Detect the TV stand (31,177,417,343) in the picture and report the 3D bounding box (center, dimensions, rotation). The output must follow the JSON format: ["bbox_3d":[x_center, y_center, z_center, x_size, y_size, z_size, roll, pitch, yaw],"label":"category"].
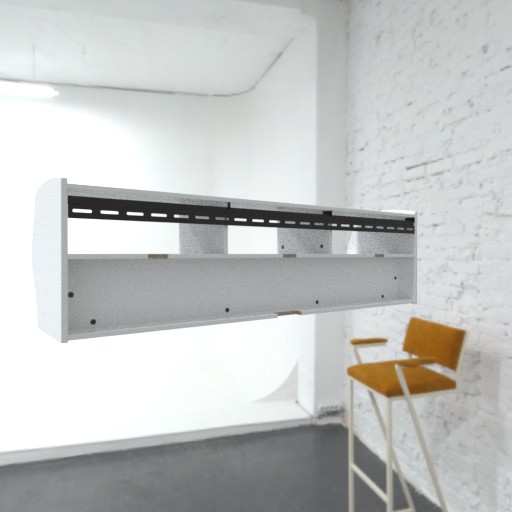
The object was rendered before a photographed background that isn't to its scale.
[{"bbox_3d":[0.000,0.000,1.678,1.473,0.424,0.397,0,0,-36],"label":"TV stand"}]
